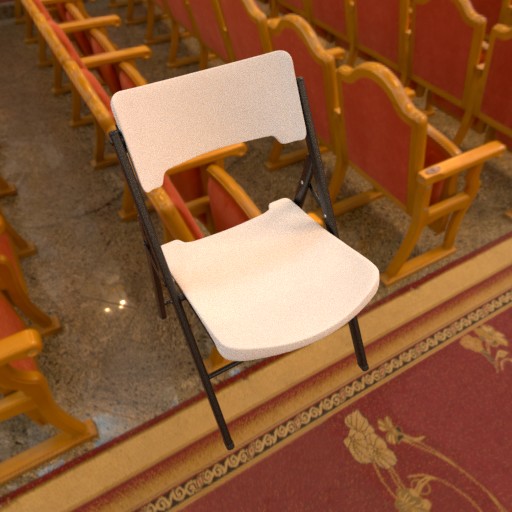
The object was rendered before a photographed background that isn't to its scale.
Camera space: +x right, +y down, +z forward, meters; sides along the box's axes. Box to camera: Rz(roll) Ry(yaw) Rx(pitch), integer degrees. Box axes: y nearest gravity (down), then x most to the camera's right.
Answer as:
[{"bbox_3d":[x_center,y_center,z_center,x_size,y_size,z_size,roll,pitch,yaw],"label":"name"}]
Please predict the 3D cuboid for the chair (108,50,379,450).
[{"bbox_3d":[0.000,0.000,1.112,0.482,0.765,0.577,-23,52,-19],"label":"chair"}]
